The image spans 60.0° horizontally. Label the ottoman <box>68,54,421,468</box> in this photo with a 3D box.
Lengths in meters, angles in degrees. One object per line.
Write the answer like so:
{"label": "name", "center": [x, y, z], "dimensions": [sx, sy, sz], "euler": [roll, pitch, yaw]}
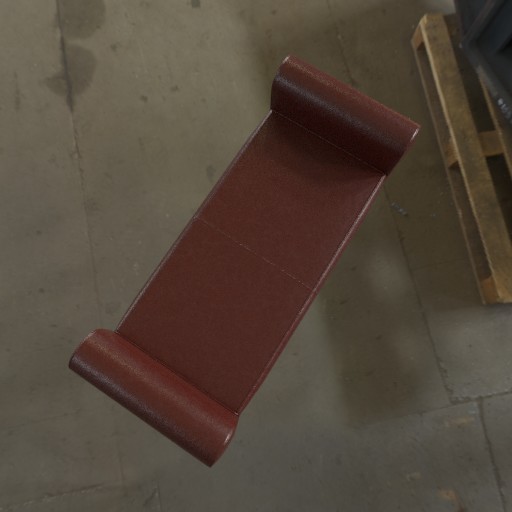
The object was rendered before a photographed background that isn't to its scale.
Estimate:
{"label": "ottoman", "center": [0.000, 0.000, 1.604], "dimensions": [0.521, 0.547, 1.256], "euler": [32, 79, 7]}
